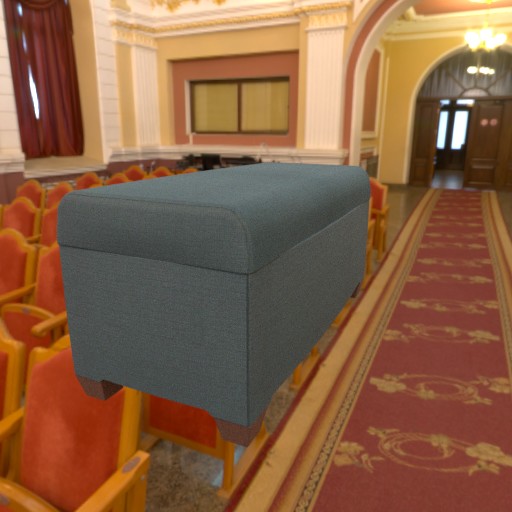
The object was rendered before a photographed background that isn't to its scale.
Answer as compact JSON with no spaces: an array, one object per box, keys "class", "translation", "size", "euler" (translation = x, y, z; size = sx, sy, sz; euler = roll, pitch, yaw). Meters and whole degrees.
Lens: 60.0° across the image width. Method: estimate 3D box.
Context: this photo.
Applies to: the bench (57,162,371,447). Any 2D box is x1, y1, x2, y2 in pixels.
[{"class":"bench","translation":[0.000,0.000,1.265],"size":[0.476,0.474,0.995],"euler":[7,17,24]}]
